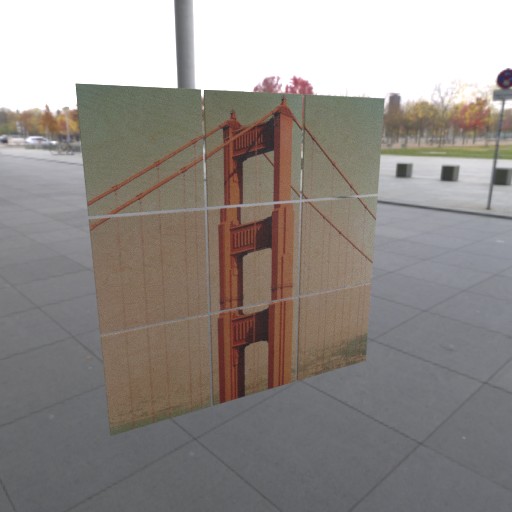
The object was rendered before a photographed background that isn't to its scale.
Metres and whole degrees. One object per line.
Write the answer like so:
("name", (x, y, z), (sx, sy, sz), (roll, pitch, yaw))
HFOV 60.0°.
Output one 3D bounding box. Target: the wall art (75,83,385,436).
("wall art", (0.000, 0.000, 2.187), (1.517, 1.523, 0.013), (-8, 17, -27))
